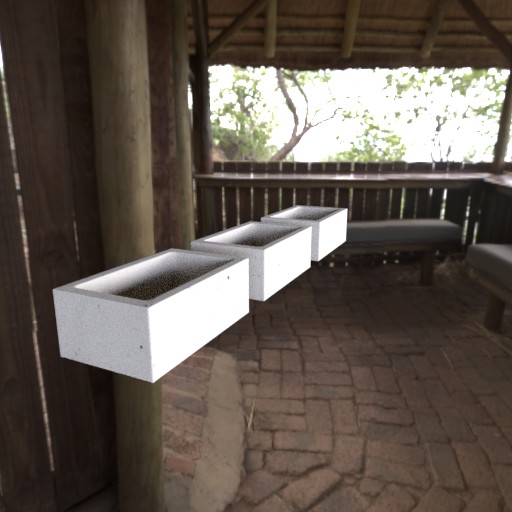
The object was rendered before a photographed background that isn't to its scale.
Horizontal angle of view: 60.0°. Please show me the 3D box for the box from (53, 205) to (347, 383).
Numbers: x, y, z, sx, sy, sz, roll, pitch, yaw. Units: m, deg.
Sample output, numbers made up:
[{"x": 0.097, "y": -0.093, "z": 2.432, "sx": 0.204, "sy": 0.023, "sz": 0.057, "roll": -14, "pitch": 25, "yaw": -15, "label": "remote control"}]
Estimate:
[{"x": 0.000, "y": 0.000, "z": 0.489, "sx": 0.082, "sy": 0.051, "sz": 0.461, "roll": 7, "pitch": 16, "yaw": 25, "label": "box"}]
